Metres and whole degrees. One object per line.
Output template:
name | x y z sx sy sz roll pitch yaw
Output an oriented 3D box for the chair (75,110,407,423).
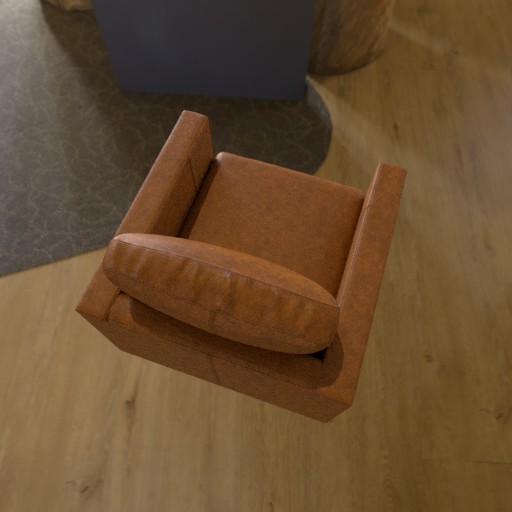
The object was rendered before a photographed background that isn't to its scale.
chair | 0.000 0.000 1.687 0.890 0.956 0.909 17 65 8
